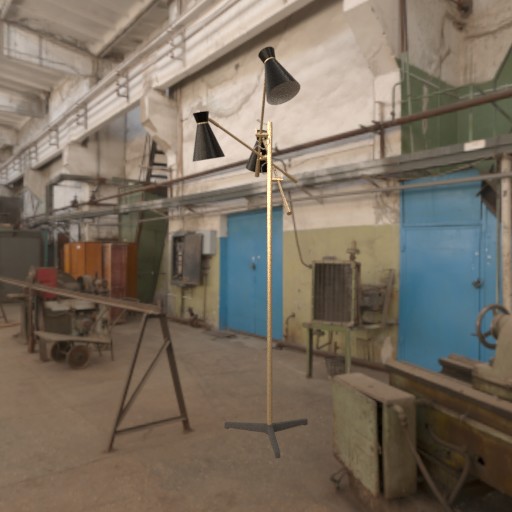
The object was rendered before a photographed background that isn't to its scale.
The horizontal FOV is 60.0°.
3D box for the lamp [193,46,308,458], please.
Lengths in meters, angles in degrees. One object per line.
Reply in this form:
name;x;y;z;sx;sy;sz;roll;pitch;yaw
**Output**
lamp;0.000;0.000;2.184;0.653;1.804;0.750;0;0;-37
